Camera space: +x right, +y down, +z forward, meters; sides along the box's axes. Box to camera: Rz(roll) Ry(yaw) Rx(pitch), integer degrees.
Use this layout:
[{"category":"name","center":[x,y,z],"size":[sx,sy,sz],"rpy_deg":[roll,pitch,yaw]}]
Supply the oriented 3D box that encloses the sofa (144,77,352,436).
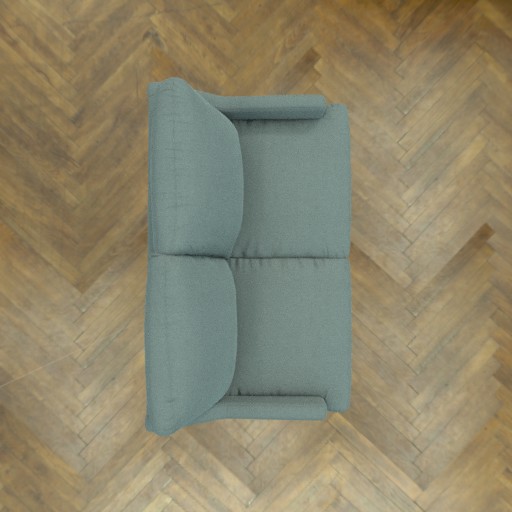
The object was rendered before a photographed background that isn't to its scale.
[{"category":"sofa","center":[0.000,0.000,2.206],"size":[0.987,0.921,1.589],"rpy_deg":[0,88,0]}]
